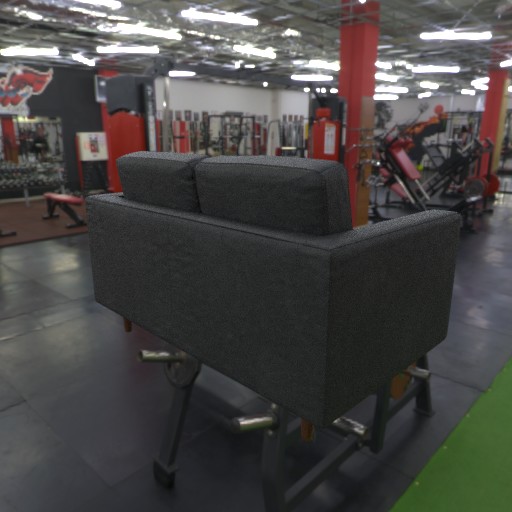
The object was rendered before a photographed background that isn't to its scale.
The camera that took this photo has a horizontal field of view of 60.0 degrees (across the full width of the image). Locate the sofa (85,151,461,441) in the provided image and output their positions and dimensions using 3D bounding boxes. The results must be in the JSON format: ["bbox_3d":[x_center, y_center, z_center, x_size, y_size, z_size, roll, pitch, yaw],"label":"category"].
[{"bbox_3d":[0.000,0.000,1.964,0.879,0.899,1.430,-14,21,-43],"label":"sofa"}]
